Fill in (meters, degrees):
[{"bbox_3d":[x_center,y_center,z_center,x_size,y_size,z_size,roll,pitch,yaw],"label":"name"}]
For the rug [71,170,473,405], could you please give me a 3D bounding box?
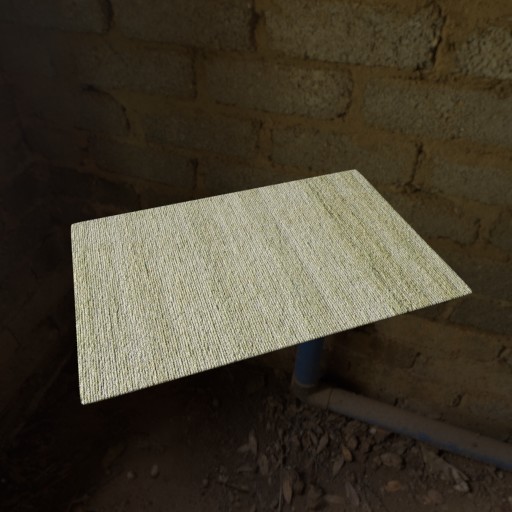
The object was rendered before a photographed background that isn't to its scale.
[{"bbox_3d":[0.000,0.000,2.247,1.758,0.010,1.143,-13,44,-14],"label":"rug"}]
